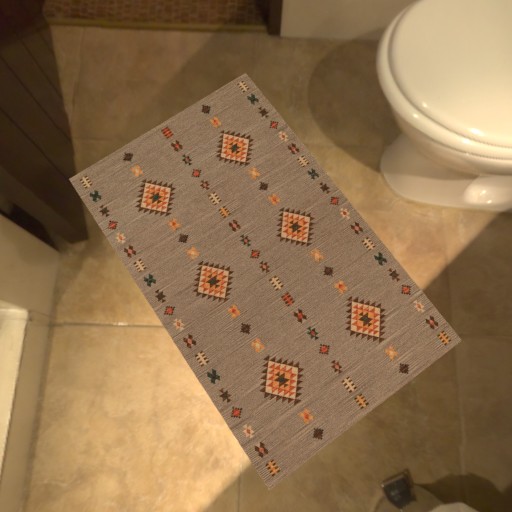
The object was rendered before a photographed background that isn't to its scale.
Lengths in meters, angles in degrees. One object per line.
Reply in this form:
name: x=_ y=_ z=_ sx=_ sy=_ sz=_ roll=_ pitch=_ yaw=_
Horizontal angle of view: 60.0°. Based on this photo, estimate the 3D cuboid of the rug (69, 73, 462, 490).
rug: x=0.000 y=0.000 z=2.978 sx=1.515 sy=0.007 sz=2.427 roll=-34 pitch=78 yaw=-8
